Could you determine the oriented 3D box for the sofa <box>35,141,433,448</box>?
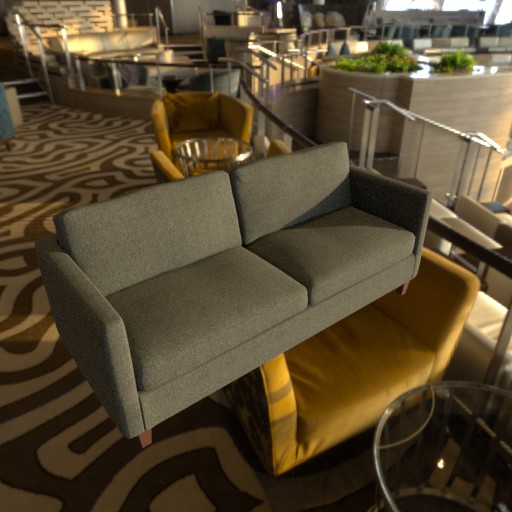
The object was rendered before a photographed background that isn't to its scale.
[{"bbox_3d":[0.000,0.000,2.671,2.208,0.965,0.948,-22,36,-33],"label":"sofa"}]
